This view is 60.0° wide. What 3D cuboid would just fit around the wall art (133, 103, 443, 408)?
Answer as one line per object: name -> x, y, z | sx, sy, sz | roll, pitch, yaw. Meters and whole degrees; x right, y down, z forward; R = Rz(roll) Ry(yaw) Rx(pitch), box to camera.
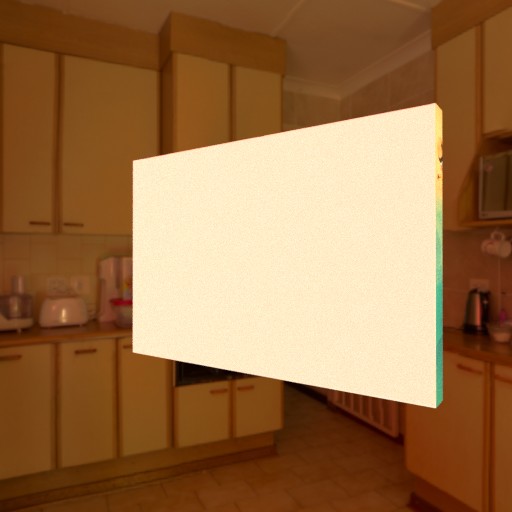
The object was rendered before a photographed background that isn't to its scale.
wall art -> 0.000, 0.000, 0.778 | 0.609, 0.406, 0.039 | 0, 0, 35
